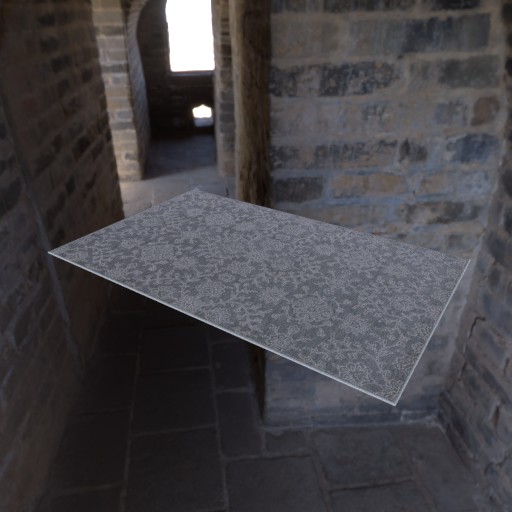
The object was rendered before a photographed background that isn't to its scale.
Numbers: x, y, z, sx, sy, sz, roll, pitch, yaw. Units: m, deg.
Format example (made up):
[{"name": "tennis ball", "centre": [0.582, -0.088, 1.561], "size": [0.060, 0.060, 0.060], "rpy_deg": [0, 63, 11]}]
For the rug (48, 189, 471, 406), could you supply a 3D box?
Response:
[{"name": "rug", "centre": [0.000, 0.000, 3.001], "size": [2.430, 0.010, 1.515], "rpy_deg": [18, 33, 29]}]
